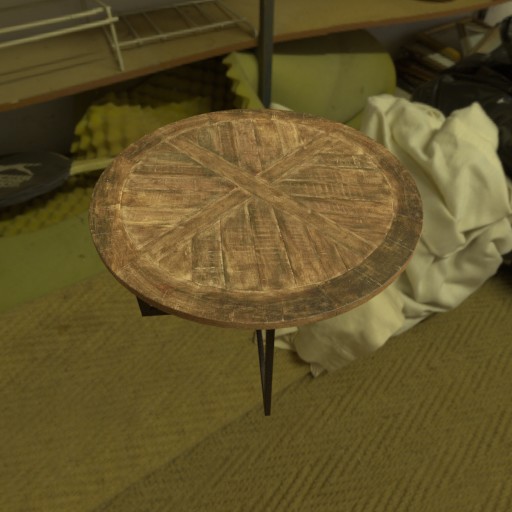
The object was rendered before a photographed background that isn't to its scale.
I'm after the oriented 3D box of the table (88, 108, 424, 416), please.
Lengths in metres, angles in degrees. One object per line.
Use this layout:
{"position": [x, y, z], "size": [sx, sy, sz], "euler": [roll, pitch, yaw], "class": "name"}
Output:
{"position": [0.000, 0.000, 2.000], "size": [1.264, 0.762, 1.264], "euler": [0, 46, 0], "class": "table"}
